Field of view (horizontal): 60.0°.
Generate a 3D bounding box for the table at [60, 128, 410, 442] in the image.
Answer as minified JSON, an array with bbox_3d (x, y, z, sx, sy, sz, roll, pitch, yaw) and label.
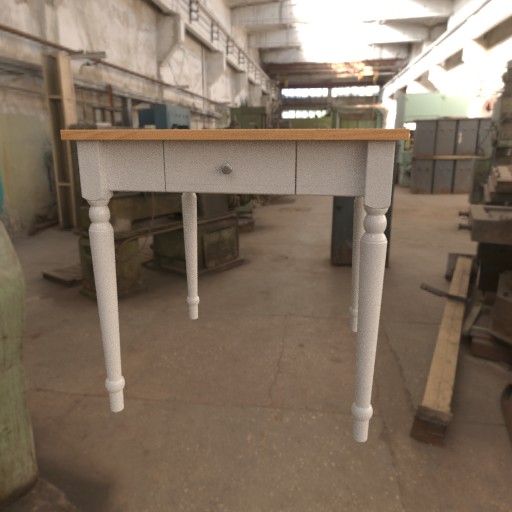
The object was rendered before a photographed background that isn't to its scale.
[{"bbox_3d":[0.000,0.000,1.369,0.747,0.738,0.747,3,15,11],"label":"table"}]
